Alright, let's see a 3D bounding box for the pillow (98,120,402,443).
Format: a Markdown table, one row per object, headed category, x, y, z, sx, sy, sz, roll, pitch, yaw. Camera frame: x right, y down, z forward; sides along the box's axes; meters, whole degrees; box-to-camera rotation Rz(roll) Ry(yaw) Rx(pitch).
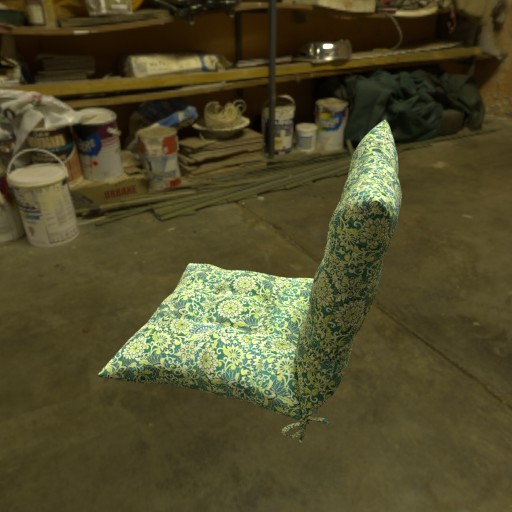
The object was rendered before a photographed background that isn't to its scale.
| category | x | y | z | sx | sy | sz | roll | pitch | yaw |
| --- | --- | --- | --- | --- | --- | --- | --- | --- | --- |
| pillow | 0.000 | 0.000 | 1.011 | 0.585 | 0.536 | 0.541 | 8 | 31 | 14 |
